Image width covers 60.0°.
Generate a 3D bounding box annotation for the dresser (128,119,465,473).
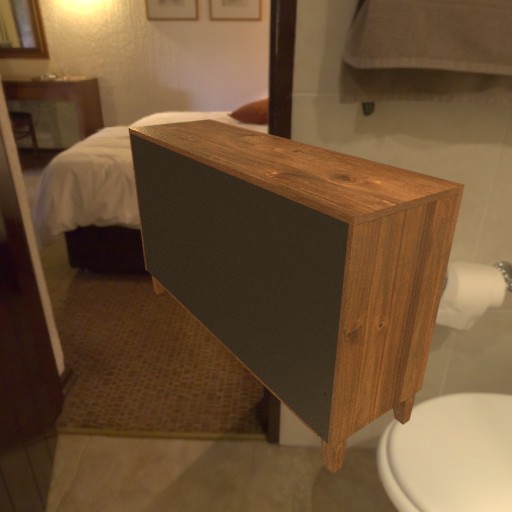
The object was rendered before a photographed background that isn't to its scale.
[{"bbox_3d":[0.000,0.000,1.814,0.446,0.873,1.400,-17,31,-31],"label":"dresser"}]
